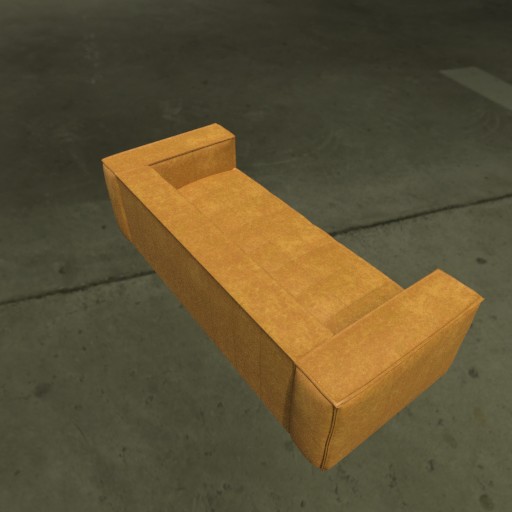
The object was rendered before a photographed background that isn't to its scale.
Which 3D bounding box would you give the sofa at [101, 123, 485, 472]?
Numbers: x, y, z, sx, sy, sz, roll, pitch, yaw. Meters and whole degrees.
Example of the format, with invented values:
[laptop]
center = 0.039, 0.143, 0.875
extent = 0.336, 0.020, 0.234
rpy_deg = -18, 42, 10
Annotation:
[sofa]
center = 0.000, 0.000, 3.015
extent = 1.102, 0.701, 2.581
rpy_deg = -26, 48, -26
